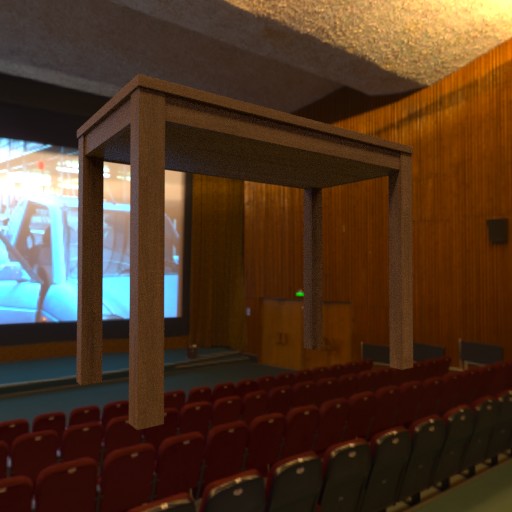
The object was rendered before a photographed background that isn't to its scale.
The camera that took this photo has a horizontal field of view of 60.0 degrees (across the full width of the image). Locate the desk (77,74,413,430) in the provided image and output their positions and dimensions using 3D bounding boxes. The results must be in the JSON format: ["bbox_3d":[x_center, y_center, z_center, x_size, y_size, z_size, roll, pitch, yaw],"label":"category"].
[{"bbox_3d":[0.000,0.000,1.437,0.991,0.762,0.495,1,-2,-36],"label":"desk"}]
